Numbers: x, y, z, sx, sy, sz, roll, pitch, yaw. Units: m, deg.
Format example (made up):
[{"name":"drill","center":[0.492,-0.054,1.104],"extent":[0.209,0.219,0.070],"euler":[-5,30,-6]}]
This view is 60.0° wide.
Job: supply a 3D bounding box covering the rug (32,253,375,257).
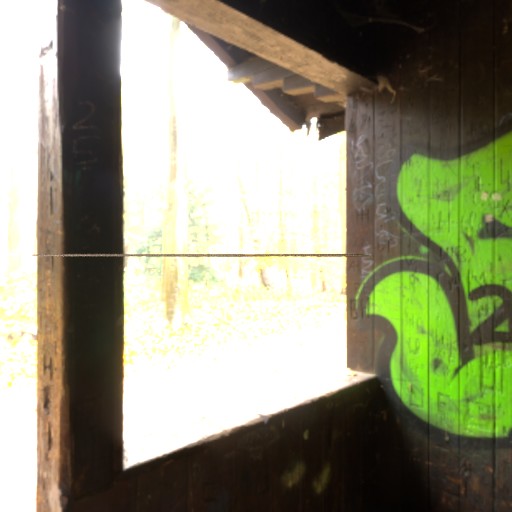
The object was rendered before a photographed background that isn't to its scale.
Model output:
[{"name":"rug","center":[0.000,0.000,3.055],"extent":[1.523,0.008,2.438],"euler":[0,0,16]}]
